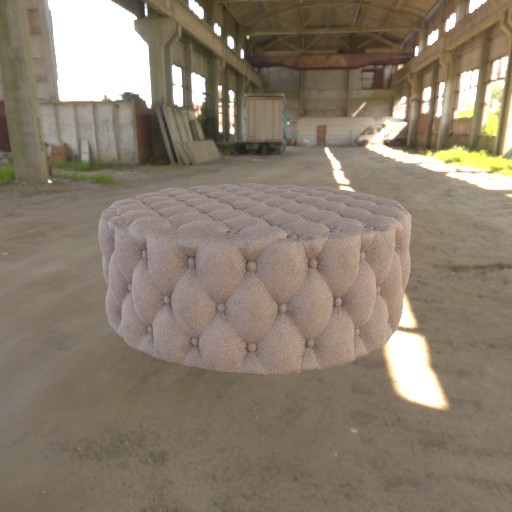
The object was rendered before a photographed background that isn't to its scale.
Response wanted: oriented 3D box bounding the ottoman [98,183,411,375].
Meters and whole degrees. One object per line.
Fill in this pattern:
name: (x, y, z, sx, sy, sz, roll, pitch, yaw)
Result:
ottoman: (0.000, 0.000, 1.507, 0.998, 0.399, 0.998, 0, 16, 0)
